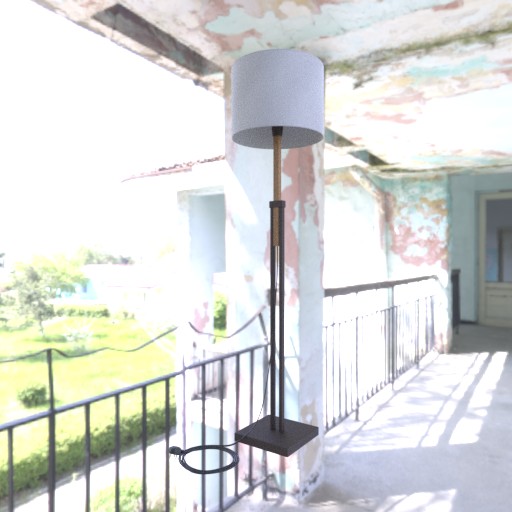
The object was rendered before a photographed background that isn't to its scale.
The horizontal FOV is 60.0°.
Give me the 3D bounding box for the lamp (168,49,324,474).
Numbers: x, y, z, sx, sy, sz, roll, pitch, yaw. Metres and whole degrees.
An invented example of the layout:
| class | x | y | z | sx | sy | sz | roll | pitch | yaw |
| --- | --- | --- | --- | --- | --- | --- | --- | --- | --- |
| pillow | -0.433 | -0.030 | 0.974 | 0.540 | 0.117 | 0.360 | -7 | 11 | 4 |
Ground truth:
| class | x | y | z | sx | sy | sz | roll | pitch | yaw |
| --- | --- | --- | --- | --- | --- | --- | --- | --- | --- |
| lamp | 0.000 | 0.000 | 1.898 | 0.474 | 1.650 | 0.639 | 0 | 1 | 35 |
